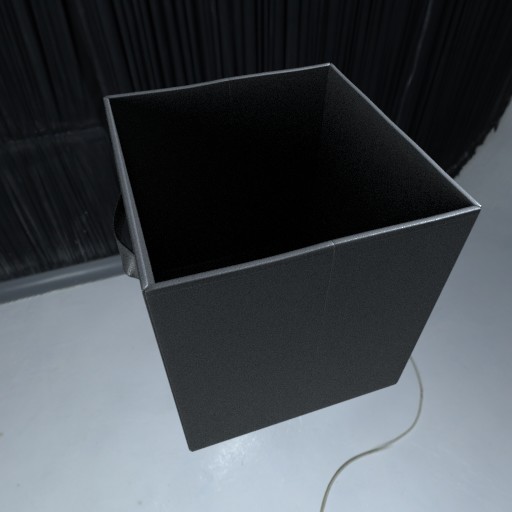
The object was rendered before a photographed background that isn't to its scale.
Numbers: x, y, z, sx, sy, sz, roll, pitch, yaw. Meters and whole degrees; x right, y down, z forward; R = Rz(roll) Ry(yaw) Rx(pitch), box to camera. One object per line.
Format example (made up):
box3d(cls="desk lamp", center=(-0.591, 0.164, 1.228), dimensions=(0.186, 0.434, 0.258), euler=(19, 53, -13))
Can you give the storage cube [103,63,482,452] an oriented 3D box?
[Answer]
box3d(cls="storage cube", center=(0.000, 0.000, 0.486), dimensions=(0.270, 0.280, 0.270), euler=(-14, 48, -13))
